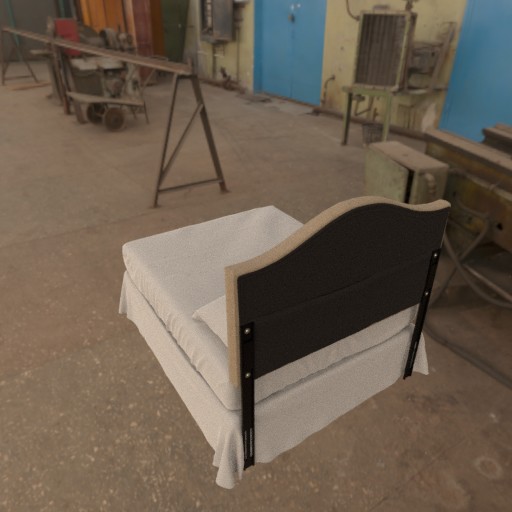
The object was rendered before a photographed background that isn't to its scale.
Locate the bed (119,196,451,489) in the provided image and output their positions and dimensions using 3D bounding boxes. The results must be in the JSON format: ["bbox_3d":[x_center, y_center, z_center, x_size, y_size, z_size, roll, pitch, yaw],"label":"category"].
[{"bbox_3d":[0.000,0.000,3.477,1.876,1.645,2.221,-17,34,-27],"label":"bed"}]
